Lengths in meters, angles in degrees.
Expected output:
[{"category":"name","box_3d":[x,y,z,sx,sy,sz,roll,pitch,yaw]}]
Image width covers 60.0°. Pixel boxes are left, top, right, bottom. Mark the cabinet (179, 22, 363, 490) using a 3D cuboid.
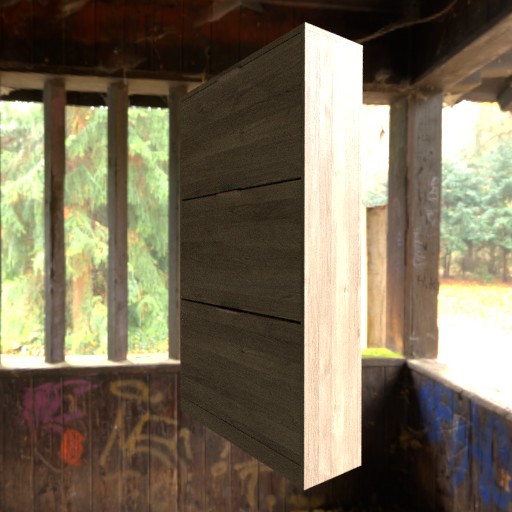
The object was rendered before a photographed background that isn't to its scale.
[{"category":"cabinet","box_3d":[0.000,0.000,1.580,0.250,1.280,0.750,-1,1,-36]}]
